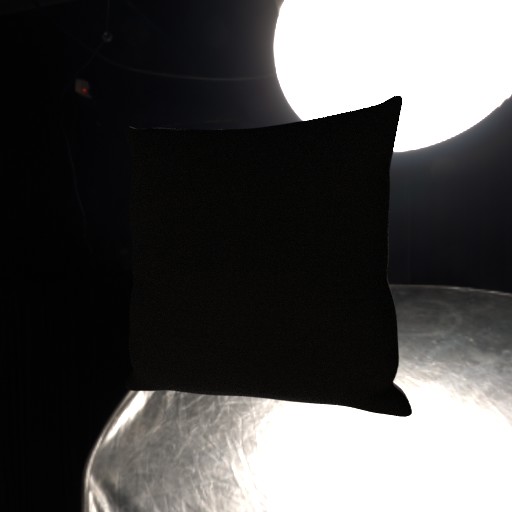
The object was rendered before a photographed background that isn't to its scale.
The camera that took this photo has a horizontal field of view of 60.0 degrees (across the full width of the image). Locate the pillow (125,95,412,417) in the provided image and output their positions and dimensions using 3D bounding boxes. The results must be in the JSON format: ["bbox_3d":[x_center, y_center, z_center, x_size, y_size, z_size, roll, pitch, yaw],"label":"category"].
[{"bbox_3d":[0.000,0.000,0.758,0.503,0.496,0.208,0,-1,17],"label":"pillow"}]
